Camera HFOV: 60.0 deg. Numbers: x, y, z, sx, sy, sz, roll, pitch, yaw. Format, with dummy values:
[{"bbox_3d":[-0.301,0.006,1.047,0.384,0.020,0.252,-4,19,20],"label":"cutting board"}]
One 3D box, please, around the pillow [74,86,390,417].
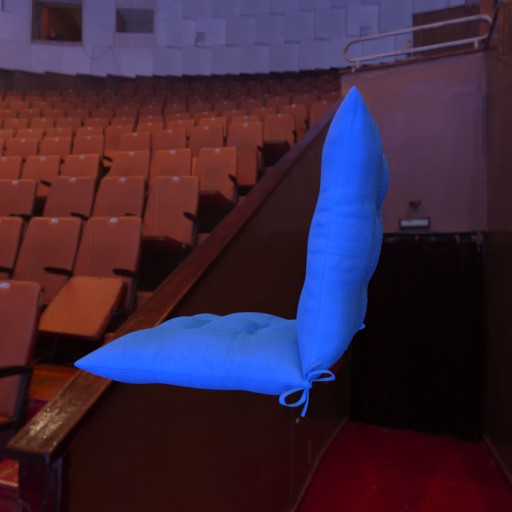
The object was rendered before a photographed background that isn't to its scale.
[{"bbox_3d":[0.000,0.000,1.012,0.585,0.536,0.541,0,0,18],"label":"pillow"}]
